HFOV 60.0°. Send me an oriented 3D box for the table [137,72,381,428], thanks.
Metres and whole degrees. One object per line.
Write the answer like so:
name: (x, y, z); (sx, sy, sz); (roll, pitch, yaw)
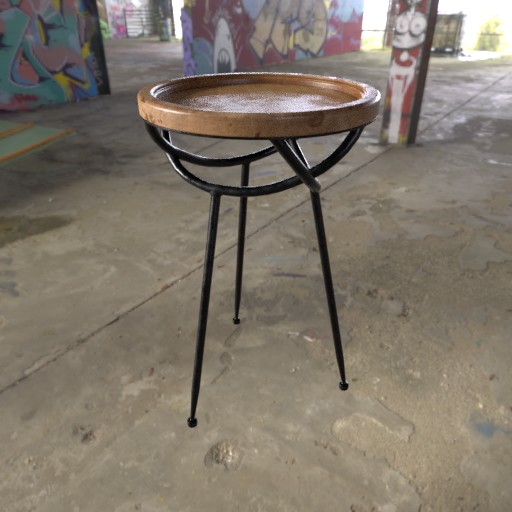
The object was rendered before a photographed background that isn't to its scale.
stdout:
table: (0.000, 0.000, 0.927); (0.418, 0.664, 0.414); (-18, 35, -29)
